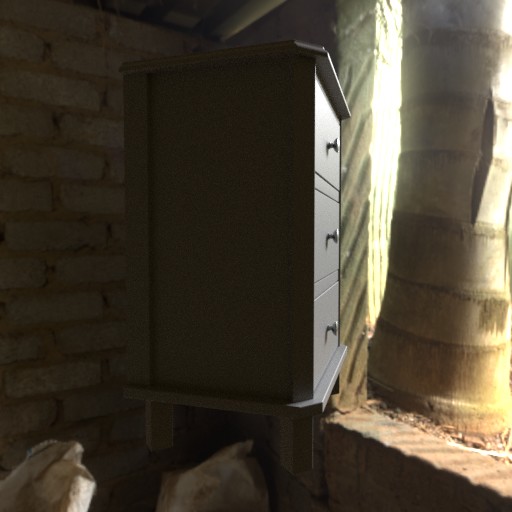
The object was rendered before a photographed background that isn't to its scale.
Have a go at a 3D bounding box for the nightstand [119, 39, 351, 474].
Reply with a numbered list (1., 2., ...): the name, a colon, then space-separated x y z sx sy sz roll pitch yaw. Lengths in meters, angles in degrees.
1. nightstand: 0.000 0.000 0.930 0.350 0.680 0.450 1 3 17
